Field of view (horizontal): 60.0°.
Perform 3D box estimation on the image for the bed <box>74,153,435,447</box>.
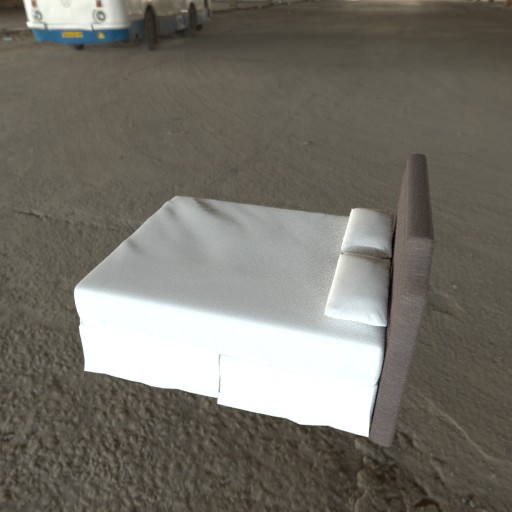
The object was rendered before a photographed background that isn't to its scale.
[{"bbox_3d":[0.000,0.000,3.153,2.116,1.290,1.693,9,33,14],"label":"bed"}]
